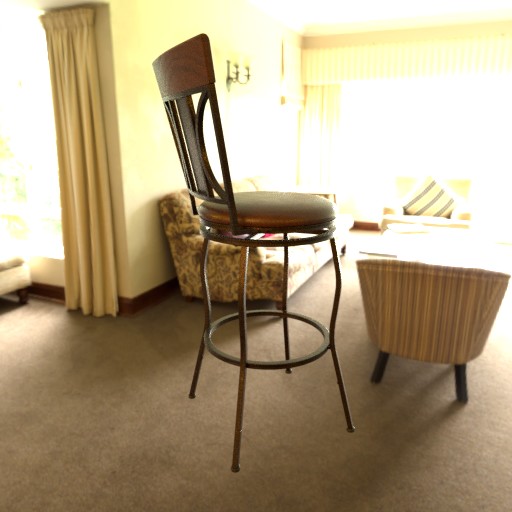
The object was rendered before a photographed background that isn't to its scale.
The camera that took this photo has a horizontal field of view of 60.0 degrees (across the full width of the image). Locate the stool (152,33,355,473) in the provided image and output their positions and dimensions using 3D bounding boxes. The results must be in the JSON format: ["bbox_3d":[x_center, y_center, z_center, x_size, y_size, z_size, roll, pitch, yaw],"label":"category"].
[{"bbox_3d":[0.000,0.000,1.365,0.513,1.130,0.448,-7,17,-25],"label":"stool"}]
